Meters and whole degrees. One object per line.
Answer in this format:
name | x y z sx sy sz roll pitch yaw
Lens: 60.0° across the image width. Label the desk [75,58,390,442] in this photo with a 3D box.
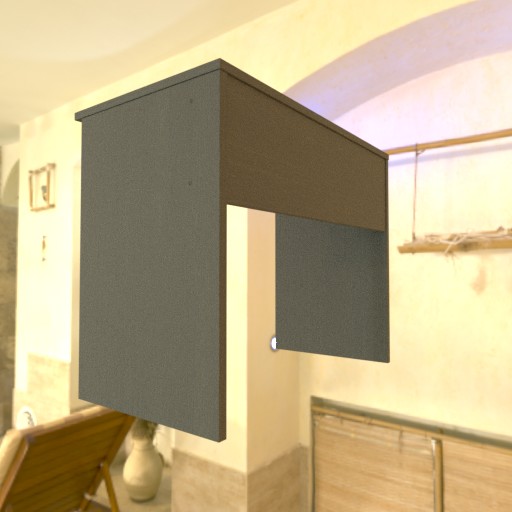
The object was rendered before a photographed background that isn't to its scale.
desk | 0.000 0.000 1.337 0.498 0.724 0.893 -1 -2 37
